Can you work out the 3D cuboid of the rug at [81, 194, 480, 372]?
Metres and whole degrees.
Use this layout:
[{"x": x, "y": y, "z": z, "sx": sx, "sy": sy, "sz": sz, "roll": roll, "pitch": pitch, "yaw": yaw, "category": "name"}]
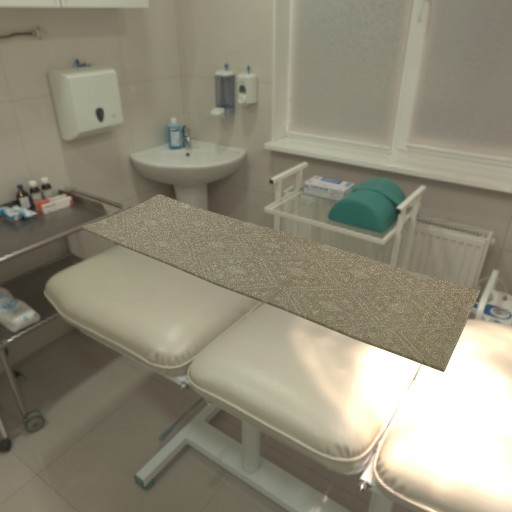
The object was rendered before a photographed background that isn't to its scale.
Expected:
[{"x": 0.000, "y": 0.000, "z": 2.751, "sx": 2.452, "sy": 0.051, "sz": 0.752, "roll": 18, "pitch": 34, "yaw": 30, "category": "rug"}]
